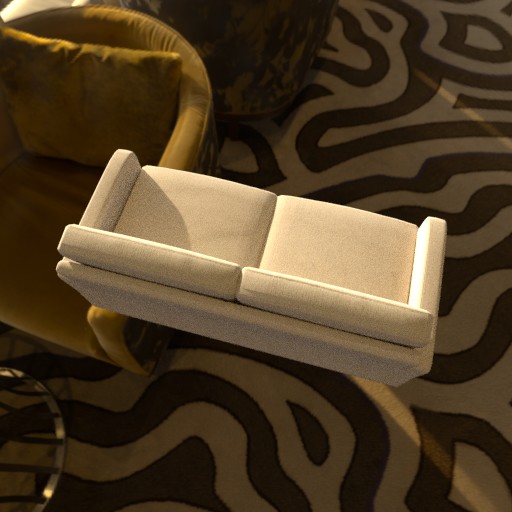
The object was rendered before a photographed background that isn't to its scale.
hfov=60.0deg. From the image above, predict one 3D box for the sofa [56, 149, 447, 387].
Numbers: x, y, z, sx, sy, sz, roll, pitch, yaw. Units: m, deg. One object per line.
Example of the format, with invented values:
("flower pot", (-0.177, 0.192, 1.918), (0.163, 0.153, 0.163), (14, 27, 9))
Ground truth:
("sofa", (0.000, 0.000, 2.305), (1.808, 0.831, 0.894), (14, 64, 7))
